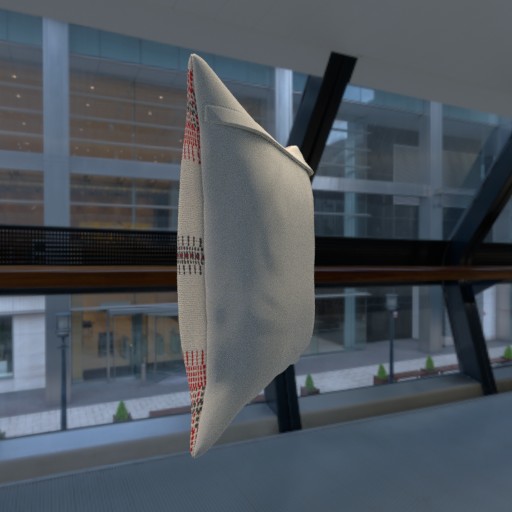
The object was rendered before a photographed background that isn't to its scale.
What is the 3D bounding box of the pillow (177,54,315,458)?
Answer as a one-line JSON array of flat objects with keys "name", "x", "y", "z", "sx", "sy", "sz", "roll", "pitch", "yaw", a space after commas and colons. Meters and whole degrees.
[{"name": "pillow", "x": 0.000, "y": 0.000, "z": 0.713, "sx": 0.160, "sy": 0.454, "sz": 0.463, "roll": 0, "pitch": 1, "yaw": 19}]
